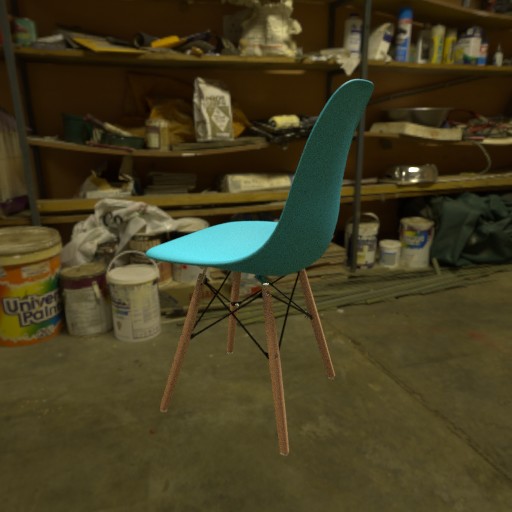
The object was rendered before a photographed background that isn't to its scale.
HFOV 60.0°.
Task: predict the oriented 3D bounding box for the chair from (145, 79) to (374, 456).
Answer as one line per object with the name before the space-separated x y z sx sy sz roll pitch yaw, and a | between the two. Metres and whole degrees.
chair | 0.000 0.000 1.152 0.531 0.826 0.470 8 18 26
